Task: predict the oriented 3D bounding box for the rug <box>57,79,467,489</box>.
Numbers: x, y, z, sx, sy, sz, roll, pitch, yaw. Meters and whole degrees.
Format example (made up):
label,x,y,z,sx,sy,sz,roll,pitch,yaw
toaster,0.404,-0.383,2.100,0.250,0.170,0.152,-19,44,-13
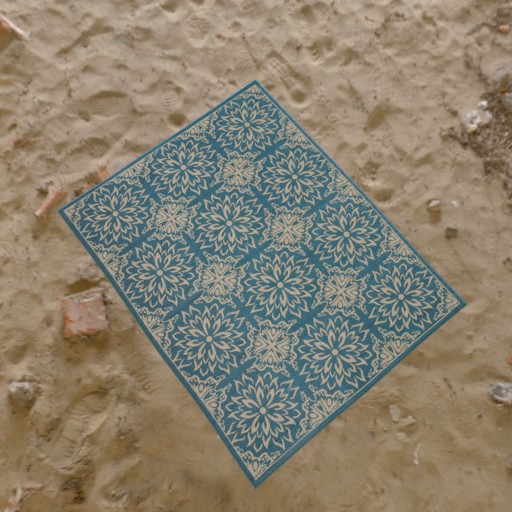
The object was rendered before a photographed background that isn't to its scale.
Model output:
label,x,y,z,sx,sy,sz,roll,pitch,yaw
rug,0.000,0.000,3.973,2.350,0.018,2.964,-37,77,-10
